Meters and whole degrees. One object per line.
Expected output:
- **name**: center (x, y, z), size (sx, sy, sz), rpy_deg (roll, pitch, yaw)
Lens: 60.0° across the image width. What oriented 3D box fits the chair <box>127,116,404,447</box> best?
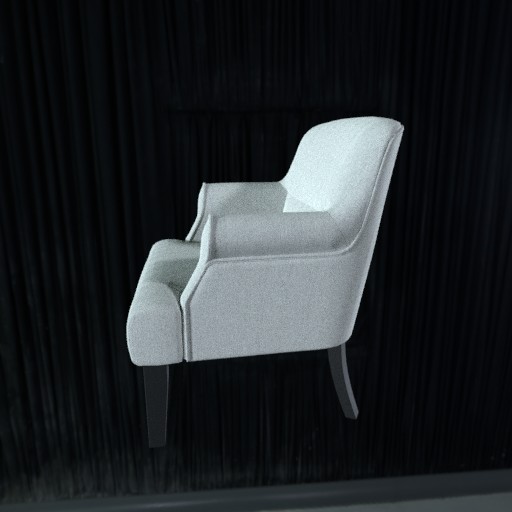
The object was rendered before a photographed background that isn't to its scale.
- **chair**: center (0.000, 0.000, 1.462), size (0.750, 0.875, 0.781), rpy_deg (-2, 16, -7)
